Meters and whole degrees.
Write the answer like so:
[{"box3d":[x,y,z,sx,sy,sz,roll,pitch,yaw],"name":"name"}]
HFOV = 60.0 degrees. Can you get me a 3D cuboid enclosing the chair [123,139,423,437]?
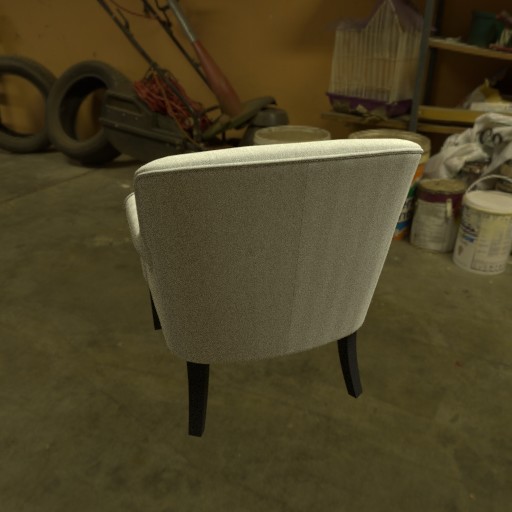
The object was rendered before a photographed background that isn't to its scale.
[{"box3d":[0.000,0.000,1.448,0.781,0.875,0.750,-8,28,-15],"name":"chair"}]
